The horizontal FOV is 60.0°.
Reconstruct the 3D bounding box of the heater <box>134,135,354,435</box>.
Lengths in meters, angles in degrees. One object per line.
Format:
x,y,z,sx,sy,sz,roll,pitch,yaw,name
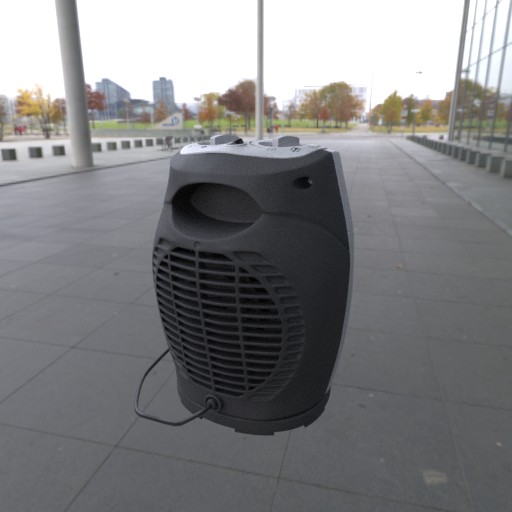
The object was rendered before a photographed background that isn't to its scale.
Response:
0.000,0.000,0.479,0.239,0.255,0.291,9,19,27,heater
